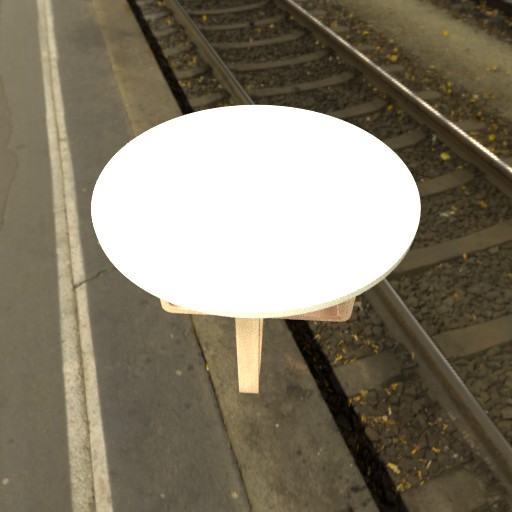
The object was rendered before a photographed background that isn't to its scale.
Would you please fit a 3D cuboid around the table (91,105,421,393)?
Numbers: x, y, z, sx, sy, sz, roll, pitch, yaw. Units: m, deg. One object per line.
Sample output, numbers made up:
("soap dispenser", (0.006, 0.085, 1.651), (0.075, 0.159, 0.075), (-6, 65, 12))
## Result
("table", (0.000, 0.000, 0.977), (0.600, 0.400, 0.600), (0, 46, 0))
